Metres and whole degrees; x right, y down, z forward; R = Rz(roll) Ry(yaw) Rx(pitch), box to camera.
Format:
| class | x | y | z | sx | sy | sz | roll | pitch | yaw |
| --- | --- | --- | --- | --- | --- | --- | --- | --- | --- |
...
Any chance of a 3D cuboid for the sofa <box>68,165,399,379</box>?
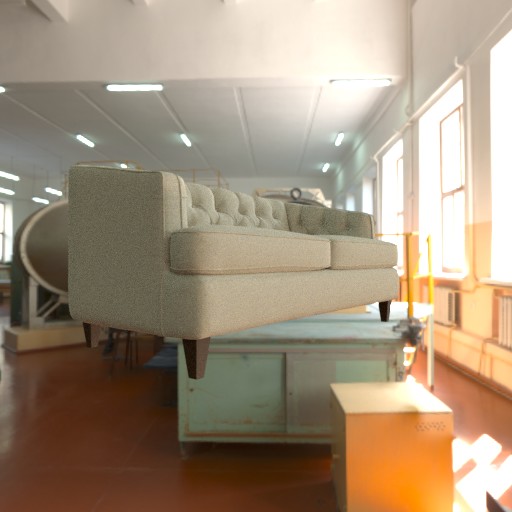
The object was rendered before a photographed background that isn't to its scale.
| class | x | y | z | sx | sy | sz | roll | pitch | yaw |
| --- | --- | --- | --- | --- | --- | --- | --- | --- | --- |
| sofa | 0.000 | 0.000 | 2.271 | 0.941 | 0.855 | 1.733 | 0 | -1 | 37 |
